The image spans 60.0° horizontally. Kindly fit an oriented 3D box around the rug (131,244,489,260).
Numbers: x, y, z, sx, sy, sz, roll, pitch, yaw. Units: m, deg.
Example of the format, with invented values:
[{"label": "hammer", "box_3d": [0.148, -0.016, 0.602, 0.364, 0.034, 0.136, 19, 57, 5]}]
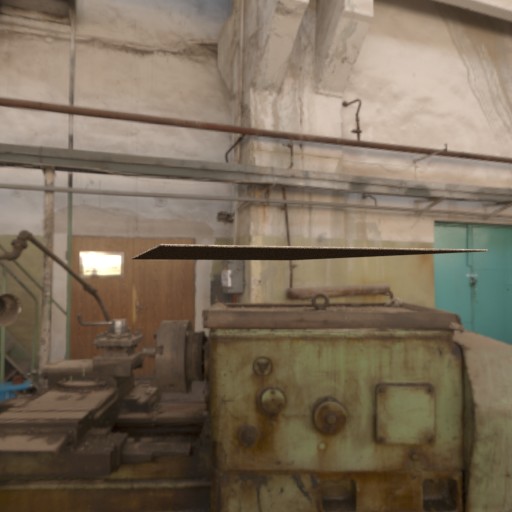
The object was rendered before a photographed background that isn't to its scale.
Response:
[{"label": "rug", "box_3d": [0.000, 0.000, 3.014, 1.546, 0.010, 2.442, 1, -2, -18]}]
